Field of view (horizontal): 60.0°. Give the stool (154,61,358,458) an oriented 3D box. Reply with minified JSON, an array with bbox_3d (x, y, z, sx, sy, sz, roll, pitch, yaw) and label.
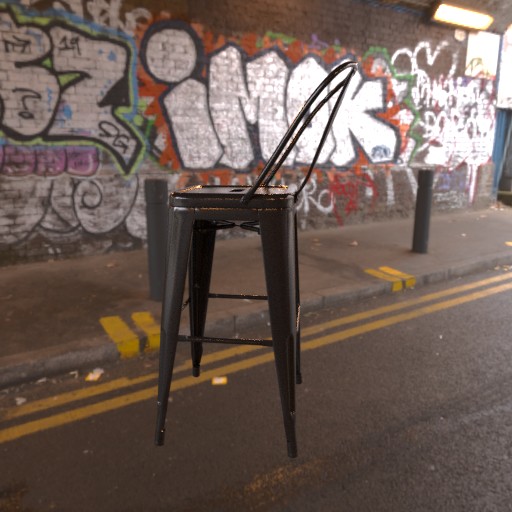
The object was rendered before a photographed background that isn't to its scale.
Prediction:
[{"bbox_3d":[0.000,0.000,1.302,0.528,1.022,0.432,2,13,7],"label":"stool"}]
